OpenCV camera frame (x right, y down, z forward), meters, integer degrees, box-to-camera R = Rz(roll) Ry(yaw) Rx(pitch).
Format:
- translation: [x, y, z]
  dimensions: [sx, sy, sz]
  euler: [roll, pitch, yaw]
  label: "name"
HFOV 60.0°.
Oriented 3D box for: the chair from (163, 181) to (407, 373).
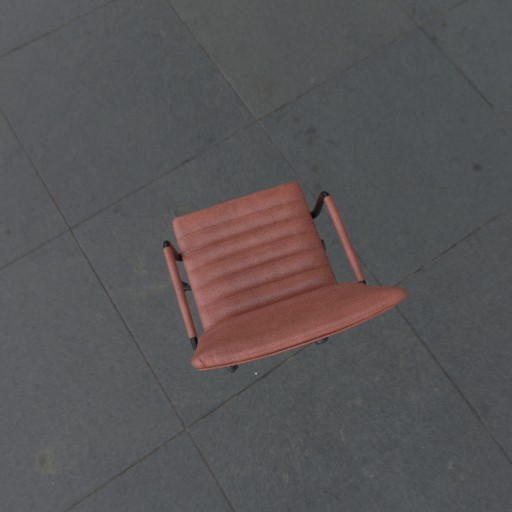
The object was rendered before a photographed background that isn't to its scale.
- translation: [0.000, 0.000, 1.269]
  dimensions: [0.600, 0.878, 0.578]
  euler: [-18, 76, -5]
  label: "chair"
